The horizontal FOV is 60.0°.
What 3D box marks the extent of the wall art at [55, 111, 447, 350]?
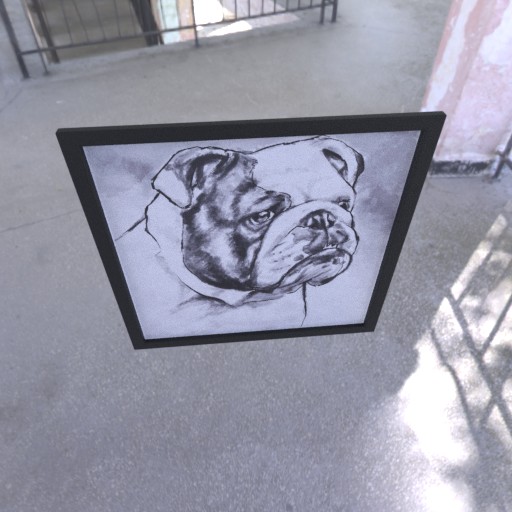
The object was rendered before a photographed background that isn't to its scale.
[{"bbox_3d":[0.000,0.000,0.988,0.663,0.659,0.016,-4,46,-4],"label":"wall art"}]
